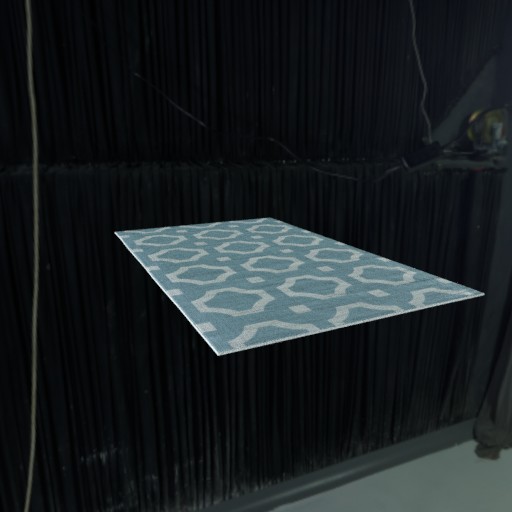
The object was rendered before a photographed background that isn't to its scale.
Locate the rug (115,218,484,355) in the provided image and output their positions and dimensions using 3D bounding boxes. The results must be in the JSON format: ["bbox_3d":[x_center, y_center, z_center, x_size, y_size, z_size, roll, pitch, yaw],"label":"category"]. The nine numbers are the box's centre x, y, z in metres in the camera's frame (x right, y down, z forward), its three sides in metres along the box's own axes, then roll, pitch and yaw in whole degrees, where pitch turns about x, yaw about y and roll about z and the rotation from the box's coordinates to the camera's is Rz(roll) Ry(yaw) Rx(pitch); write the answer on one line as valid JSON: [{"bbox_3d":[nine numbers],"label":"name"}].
[{"bbox_3d":[0.000,0.000,3.099,1.528,0.015,2.443,-7,17,-25],"label":"rug"}]
